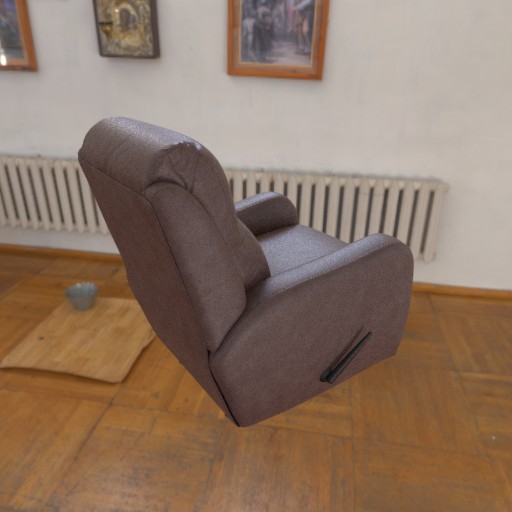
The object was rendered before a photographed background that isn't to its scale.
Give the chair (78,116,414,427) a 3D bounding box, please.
[{"bbox_3d":[0.000,0.000,1.752,1.067,1.067,0.865,-17,29,-32],"label":"chair"}]
